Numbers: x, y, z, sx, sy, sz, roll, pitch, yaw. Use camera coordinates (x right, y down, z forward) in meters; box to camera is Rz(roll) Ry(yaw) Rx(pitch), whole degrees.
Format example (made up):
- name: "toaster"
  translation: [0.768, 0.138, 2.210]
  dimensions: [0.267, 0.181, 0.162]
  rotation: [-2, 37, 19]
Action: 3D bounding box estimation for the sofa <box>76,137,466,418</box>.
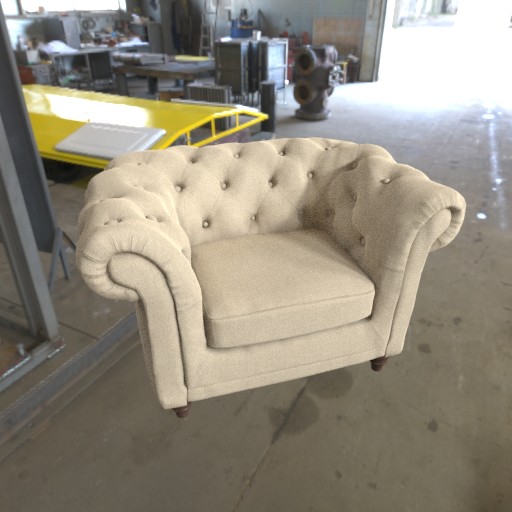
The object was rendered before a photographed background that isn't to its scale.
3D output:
- name: "sofa"
  translation: [0.000, 0.000, 2.011]
  dimensions: [1.405, 0.878, 1.034]
  rotation: [-9, 31, -15]
